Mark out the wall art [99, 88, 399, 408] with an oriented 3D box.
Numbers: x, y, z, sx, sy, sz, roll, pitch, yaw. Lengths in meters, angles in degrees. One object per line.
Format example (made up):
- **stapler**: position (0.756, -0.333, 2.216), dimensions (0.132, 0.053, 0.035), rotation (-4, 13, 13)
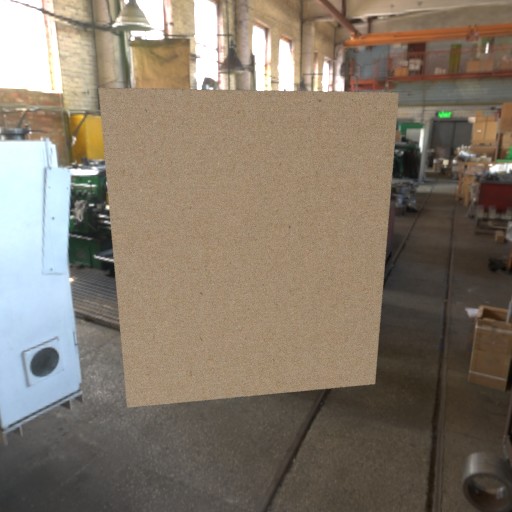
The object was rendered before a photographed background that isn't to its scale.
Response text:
- **wall art**: position (0.000, 0.000, 1.231), dimensions (0.755, 0.863, 0.028), rotation (-3, 16, -9)
